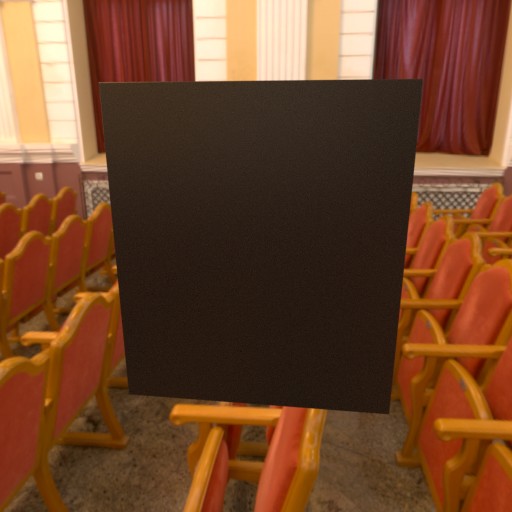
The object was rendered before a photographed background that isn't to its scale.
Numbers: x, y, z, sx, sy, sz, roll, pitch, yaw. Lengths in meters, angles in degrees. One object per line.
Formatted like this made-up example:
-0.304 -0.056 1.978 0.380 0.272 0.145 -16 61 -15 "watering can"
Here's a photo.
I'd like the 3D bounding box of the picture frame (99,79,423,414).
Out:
0.000 0.000 0.516 0.328 0.378 0.034 2 17 7 "picture frame"
